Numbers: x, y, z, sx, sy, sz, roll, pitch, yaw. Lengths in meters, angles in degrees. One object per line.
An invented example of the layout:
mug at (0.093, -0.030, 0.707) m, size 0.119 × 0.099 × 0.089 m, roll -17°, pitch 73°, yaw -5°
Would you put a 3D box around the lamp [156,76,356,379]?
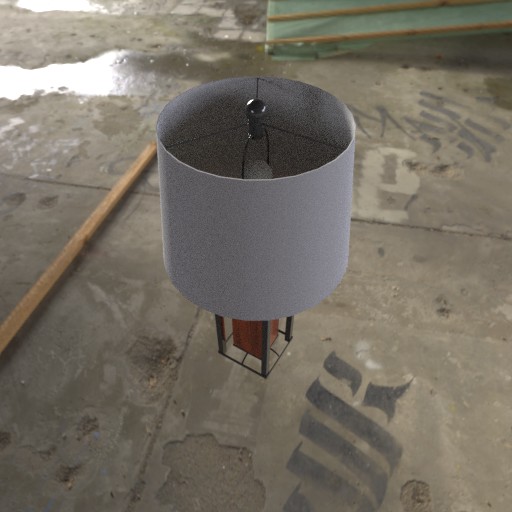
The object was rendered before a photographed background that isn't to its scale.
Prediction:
lamp at (0.000, 0.000, 0.791) m, size 0.320 × 0.591 × 0.320 m, roll 0°, pitch 47°, yaw 0°
